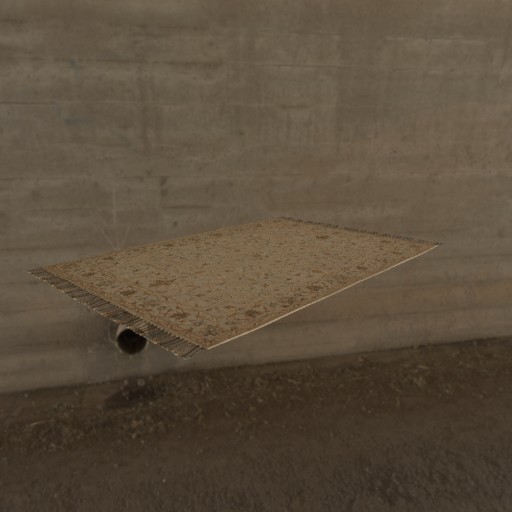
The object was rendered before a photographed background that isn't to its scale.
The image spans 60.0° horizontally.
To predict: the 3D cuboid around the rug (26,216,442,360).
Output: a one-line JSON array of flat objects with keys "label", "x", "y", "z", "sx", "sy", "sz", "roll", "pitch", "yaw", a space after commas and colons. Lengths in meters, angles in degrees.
[{"label": "rug", "x": 0.000, "y": 0.000, "z": 2.304, "sx": 1.218, "sy": 0.017, "sz": 1.861, "roll": 14, "pitch": 21, "yaw": 41}]
